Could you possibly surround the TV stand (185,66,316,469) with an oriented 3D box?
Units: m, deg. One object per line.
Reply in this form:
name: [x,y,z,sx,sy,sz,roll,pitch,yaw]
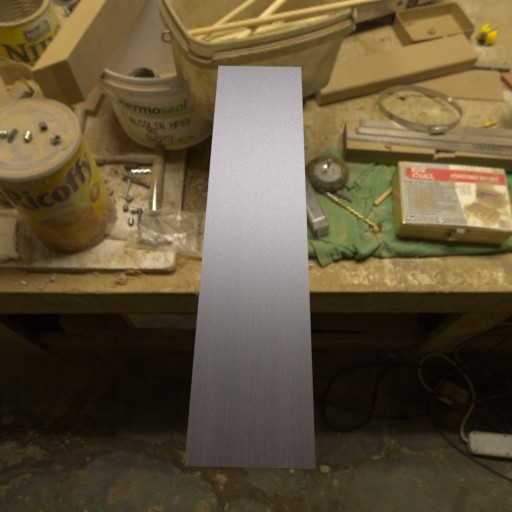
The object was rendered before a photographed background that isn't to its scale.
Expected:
TV stand: [0.000,0.000,2.045,0.406,0.610,1.778,1,63,1]
